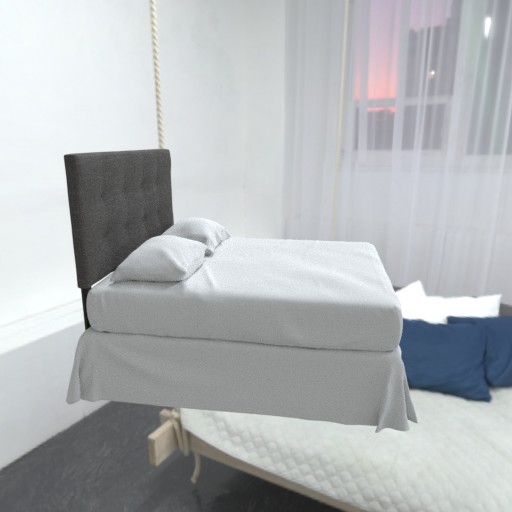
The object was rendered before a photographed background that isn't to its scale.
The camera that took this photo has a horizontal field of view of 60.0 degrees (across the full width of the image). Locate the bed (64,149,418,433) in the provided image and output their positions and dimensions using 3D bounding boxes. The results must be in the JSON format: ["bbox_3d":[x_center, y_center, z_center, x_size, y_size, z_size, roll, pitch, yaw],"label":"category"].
[{"bbox_3d":[0.000,0.000,3.419,2.222,1.577,1.936,2,15,9],"label":"bed"}]
